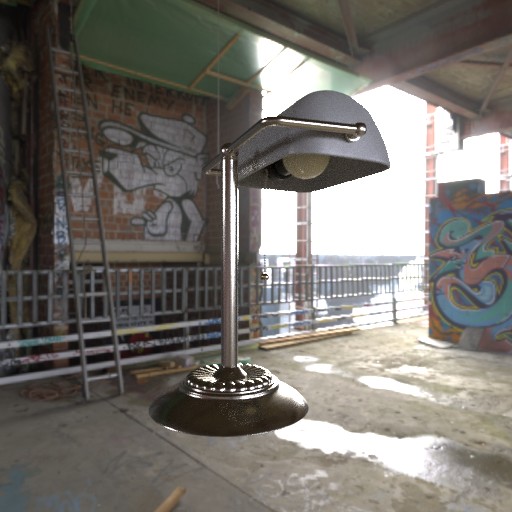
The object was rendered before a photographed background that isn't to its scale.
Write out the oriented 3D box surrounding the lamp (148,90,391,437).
[{"bbox_3d":[0.000,0.000,0.514,0.243,0.339,0.264,0,0,-20],"label":"lamp"}]
